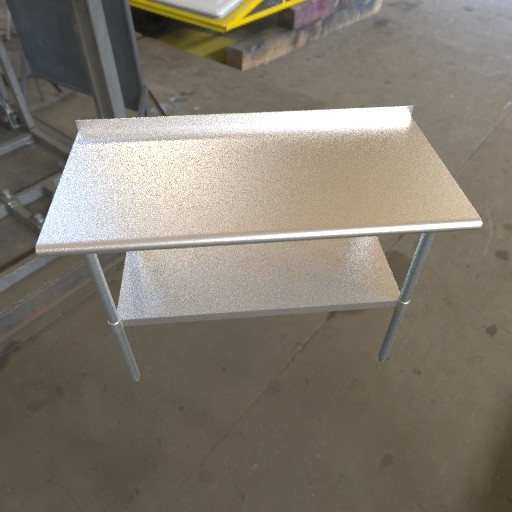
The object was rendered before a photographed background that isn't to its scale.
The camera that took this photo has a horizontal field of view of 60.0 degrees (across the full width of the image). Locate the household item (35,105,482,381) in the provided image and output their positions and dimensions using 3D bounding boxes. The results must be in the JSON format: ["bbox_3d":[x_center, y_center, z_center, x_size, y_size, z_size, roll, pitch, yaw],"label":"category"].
[{"bbox_3d":[0.000,0.000,1.683,1.219,0.851,0.610,-4,45,-4],"label":"household item"}]
